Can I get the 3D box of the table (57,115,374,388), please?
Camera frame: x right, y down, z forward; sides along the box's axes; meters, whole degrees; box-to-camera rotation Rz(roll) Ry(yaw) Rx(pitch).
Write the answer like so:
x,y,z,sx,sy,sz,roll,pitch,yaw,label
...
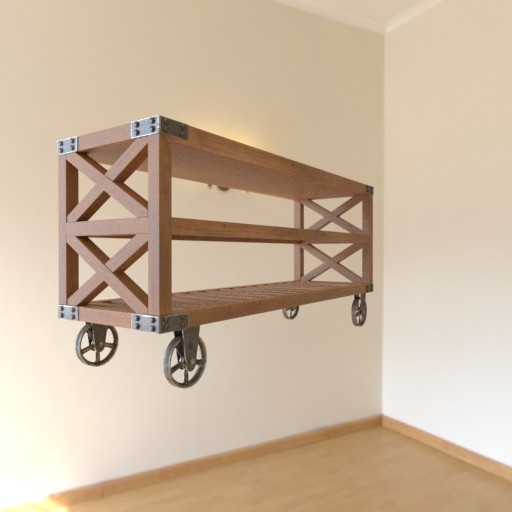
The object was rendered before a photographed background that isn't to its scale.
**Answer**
x,y,z,sx,sy,sz,roll,pitch,yaw,label
0.000,0.000,1.834,0.467,0.711,1.487,0,1,35,table
